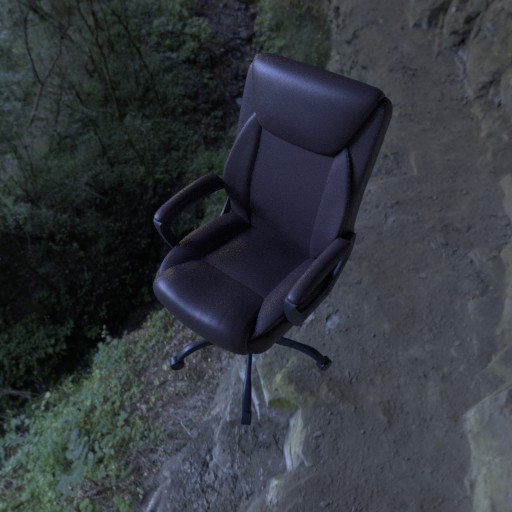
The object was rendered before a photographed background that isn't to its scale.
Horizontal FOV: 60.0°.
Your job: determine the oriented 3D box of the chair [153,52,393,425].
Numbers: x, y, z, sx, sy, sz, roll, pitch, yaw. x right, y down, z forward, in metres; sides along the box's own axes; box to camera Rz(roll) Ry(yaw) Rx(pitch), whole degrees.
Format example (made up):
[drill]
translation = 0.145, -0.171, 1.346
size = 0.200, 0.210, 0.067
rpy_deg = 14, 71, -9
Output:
[chair]
translation = 0.000, 0.000, 1.478
size = 0.615, 1.072, 0.655
rpy_deg = 30, 54, 25
